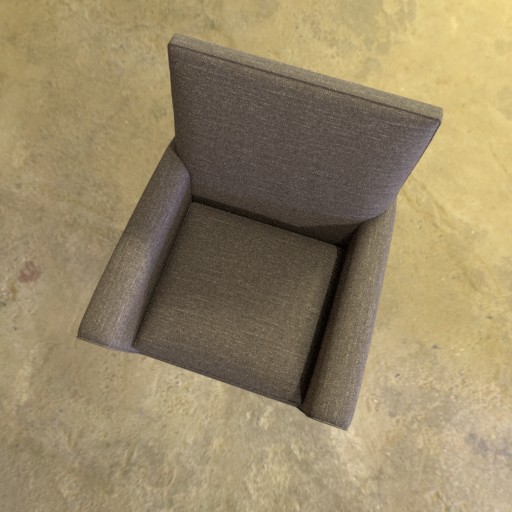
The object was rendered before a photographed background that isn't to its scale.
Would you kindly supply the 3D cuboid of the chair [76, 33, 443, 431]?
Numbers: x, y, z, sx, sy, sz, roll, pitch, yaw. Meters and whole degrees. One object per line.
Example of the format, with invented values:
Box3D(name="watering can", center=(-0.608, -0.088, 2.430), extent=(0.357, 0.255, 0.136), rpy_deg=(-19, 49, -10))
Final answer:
Box3D(name="chair", center=(0.000, 0.000, 1.511), extent=(0.838, 0.885, 0.875), rpy_deg=(18, 76, 4))
